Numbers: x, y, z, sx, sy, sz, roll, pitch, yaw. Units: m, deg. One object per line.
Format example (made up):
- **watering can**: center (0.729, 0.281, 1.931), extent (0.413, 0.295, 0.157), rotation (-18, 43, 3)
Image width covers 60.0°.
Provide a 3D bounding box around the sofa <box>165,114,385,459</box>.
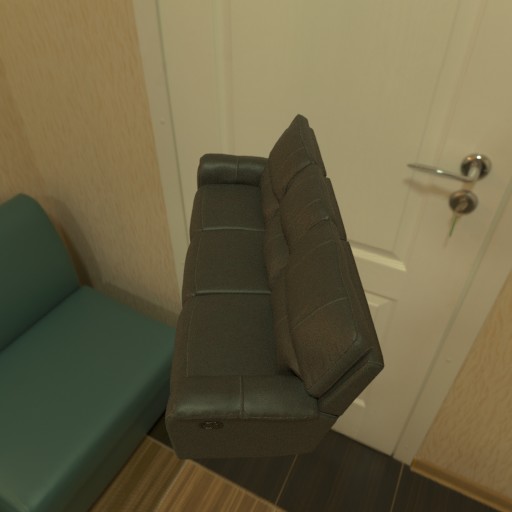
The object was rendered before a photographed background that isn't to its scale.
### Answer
- **sofa**: center (0.000, 0.000, 3.214), extent (1.104, 1.134, 2.627), rotation (-1, 41, -1)
